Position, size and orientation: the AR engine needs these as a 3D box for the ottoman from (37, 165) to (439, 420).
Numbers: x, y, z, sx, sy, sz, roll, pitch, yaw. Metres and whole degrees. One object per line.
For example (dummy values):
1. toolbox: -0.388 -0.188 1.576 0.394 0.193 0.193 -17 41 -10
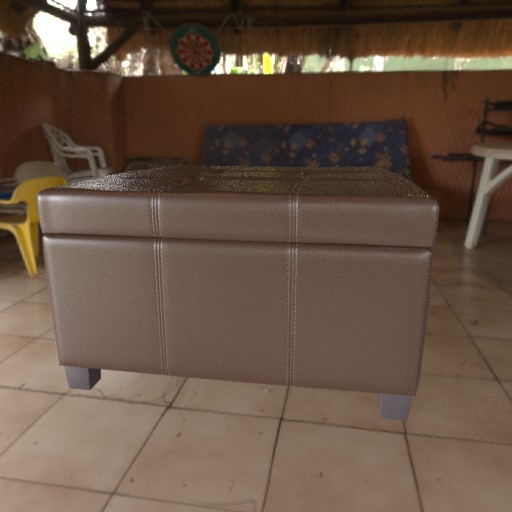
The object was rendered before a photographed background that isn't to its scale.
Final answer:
1. ottoman: 0.000 0.000 1.250 0.788 0.460 0.787 2 15 9
